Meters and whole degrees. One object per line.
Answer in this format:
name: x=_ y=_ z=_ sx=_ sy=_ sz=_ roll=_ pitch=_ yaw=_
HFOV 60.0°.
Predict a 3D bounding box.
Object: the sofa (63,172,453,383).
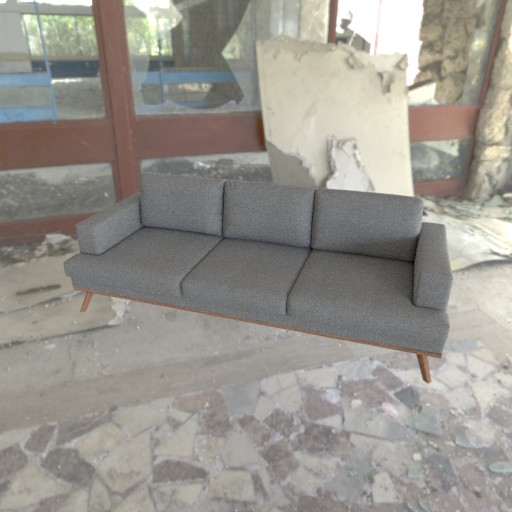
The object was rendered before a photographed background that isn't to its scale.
sofa: x=0.000 y=0.000 z=2.874 sx=2.310 sy=0.810 sz=0.920 roll=8 pitch=27 yaw=16
